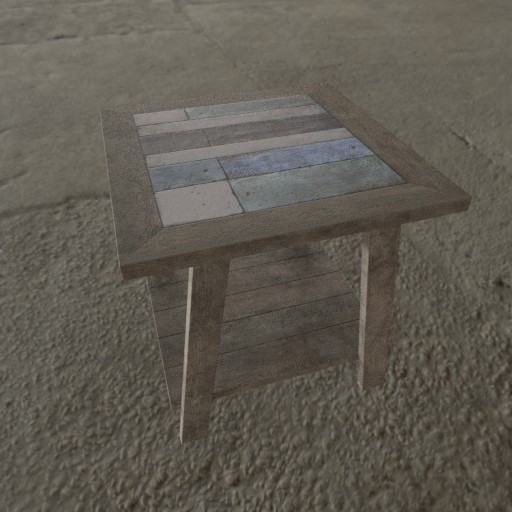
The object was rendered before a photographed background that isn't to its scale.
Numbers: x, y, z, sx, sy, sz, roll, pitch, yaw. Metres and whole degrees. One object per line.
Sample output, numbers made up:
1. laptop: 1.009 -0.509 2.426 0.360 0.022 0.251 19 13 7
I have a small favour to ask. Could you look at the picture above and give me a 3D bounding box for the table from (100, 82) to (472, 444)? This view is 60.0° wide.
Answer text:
1. table: 0.000 0.000 1.131 0.610 0.610 0.610 -12 42 -13
